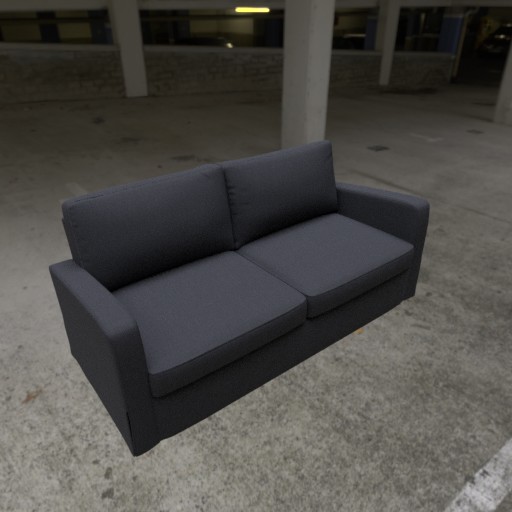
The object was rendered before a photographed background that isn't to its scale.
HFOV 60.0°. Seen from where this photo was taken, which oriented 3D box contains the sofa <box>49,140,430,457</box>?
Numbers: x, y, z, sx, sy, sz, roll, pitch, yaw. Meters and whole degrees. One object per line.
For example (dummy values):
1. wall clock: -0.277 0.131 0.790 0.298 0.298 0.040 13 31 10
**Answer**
1. sofa: 0.000 0.000 2.315 1.852 0.839 0.898 -21 36 -32
